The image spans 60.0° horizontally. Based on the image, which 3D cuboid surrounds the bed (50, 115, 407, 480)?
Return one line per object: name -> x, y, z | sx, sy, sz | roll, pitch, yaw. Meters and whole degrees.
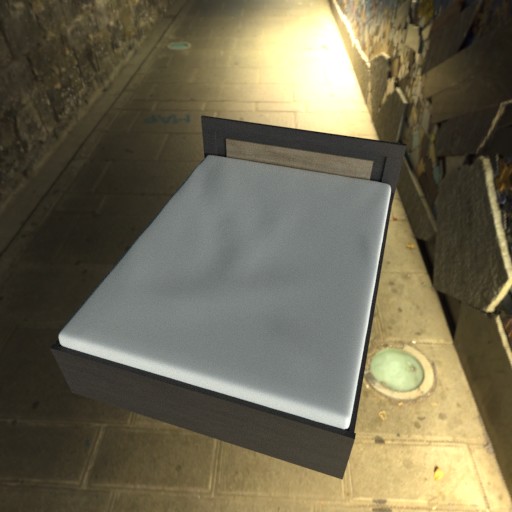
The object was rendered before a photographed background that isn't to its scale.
bed -> 0.000, 0.000, 2.874 | 1.585, 0.823, 2.073 | 12, 43, 13
